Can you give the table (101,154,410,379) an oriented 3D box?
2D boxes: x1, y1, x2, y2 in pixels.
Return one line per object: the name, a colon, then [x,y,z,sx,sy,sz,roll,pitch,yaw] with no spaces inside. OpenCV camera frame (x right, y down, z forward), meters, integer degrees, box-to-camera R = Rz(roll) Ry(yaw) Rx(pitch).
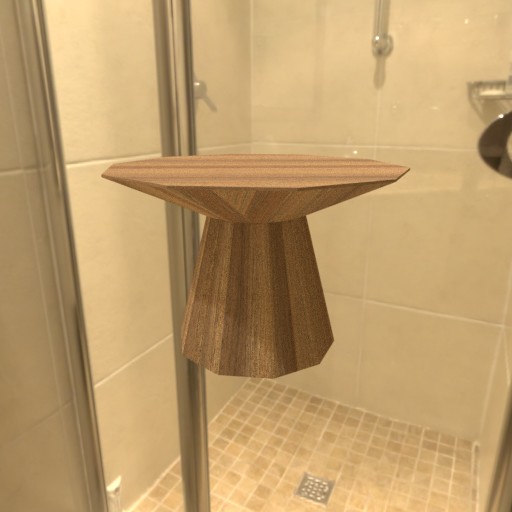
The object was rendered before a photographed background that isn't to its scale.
table: [0.000,0.000,1.872,1.186,0.752,1.186,0,17,0]
